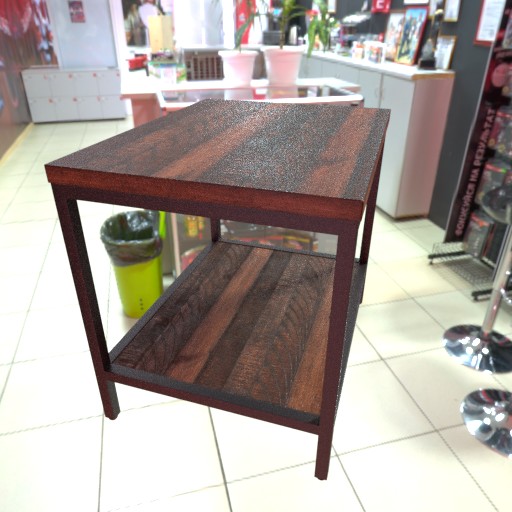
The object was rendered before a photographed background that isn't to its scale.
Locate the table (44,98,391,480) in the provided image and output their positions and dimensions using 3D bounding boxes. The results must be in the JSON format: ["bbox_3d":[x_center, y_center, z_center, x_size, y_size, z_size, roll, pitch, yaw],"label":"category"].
[{"bbox_3d":[0.000,0.000,1.096,0.524,0.612,0.678,9,30,16],"label":"table"}]
